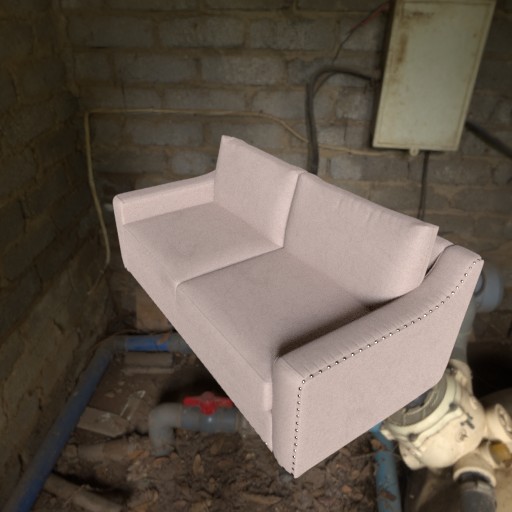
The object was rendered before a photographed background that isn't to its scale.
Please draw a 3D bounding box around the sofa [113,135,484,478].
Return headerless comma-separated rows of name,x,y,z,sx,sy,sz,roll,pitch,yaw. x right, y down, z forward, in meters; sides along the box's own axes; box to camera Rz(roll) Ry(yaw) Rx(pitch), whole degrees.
sofa,0.000,0.000,2.483,1.030,0.901,1.967,-19,35,-29
